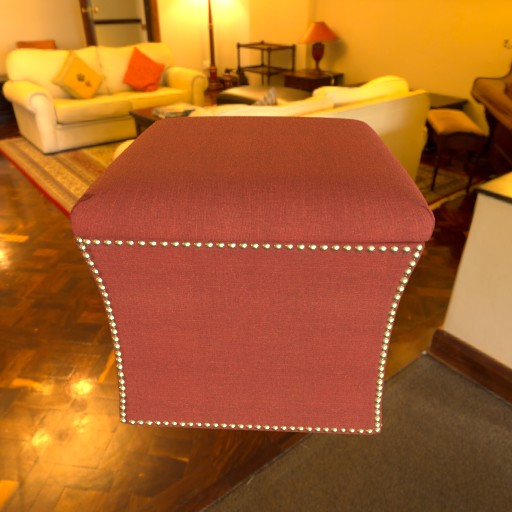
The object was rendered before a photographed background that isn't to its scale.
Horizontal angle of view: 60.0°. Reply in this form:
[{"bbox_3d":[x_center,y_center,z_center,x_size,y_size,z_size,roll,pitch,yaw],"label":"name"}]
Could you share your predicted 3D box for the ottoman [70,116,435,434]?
[{"bbox_3d":[0.000,0.000,0.885,0.507,0.475,0.497,1,30,2],"label":"ottoman"}]
